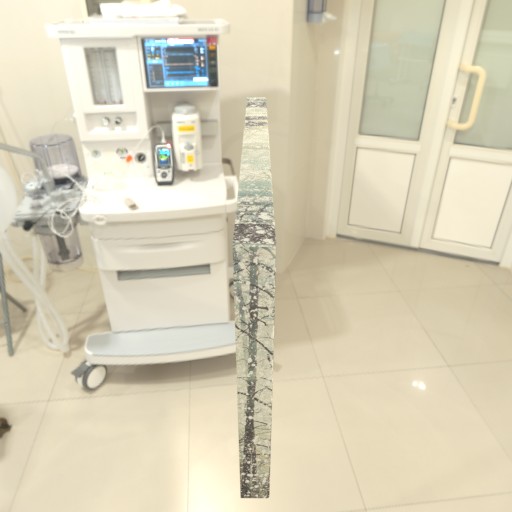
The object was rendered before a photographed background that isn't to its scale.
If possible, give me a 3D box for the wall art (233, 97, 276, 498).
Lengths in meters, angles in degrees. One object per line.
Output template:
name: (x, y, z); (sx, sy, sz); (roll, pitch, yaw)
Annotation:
wall art: (0.000, 0.000, 0.763); (0.042, 0.398, 0.618); (0, 31, 0)
